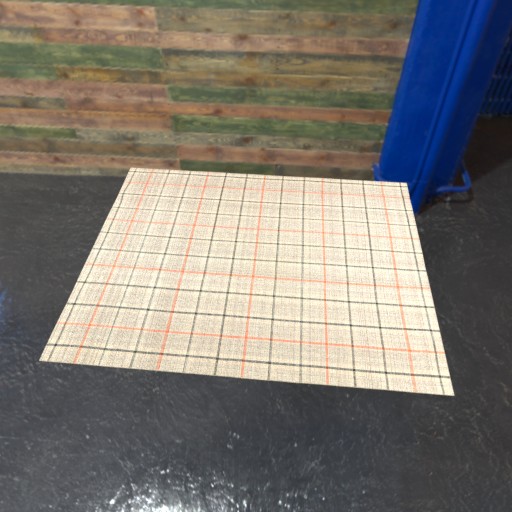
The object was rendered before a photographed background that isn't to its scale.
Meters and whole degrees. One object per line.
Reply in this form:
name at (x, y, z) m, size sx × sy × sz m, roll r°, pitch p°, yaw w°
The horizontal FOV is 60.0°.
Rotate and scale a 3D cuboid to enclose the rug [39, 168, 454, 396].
rug at (0.000, 0.000, 4.061) m, size 3.048 × 0.012 × 2.444 m, roll 4°, pitch 47°, yaw 4°
